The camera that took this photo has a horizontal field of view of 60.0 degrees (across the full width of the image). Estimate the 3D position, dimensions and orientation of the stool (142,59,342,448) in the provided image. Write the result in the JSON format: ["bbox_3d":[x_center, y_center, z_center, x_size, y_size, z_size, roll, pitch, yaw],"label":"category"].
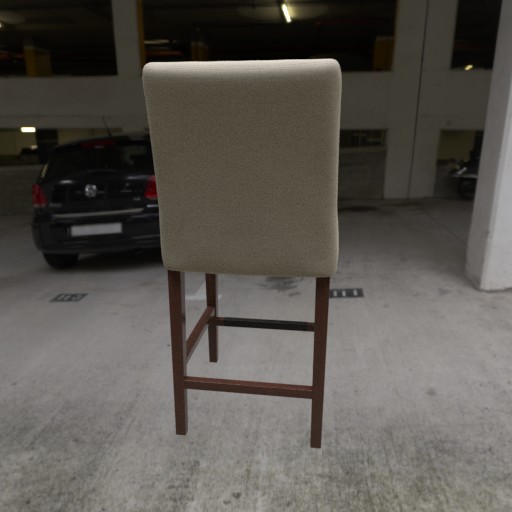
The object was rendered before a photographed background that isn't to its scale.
[{"bbox_3d":[0.000,0.000,1.284,0.470,0.981,0.577,2,16,8],"label":"stool"}]
